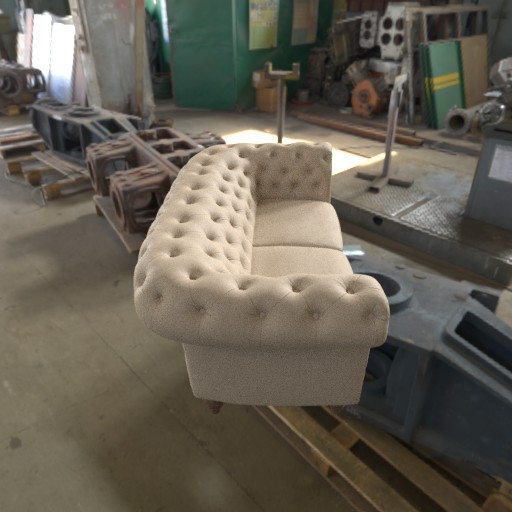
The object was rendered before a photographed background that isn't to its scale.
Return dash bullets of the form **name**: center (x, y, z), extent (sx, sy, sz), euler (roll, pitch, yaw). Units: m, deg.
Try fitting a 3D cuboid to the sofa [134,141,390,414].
- **sofa**: center (0.000, 0.000, 2.585), extent (1.069, 0.835, 1.988), euler (1, 31, 2)
